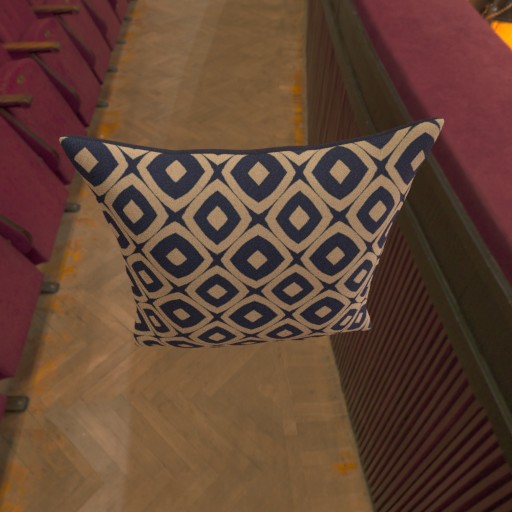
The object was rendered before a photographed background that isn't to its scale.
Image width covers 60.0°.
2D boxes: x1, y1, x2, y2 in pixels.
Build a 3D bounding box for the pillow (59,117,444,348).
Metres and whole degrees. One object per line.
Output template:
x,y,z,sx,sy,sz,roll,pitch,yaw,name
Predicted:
0.000,0.000,0.757,0.504,0.494,0.188,-4,47,-3,pillow
